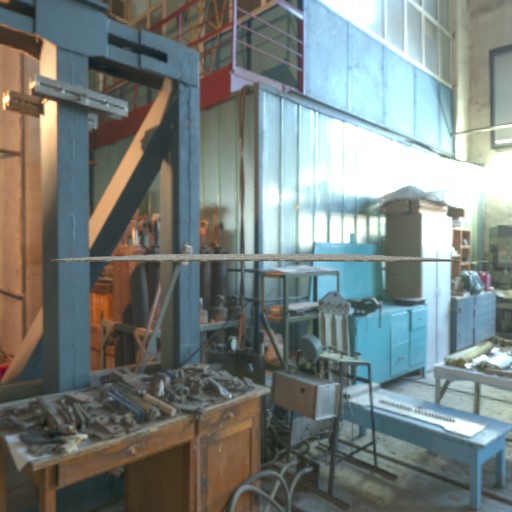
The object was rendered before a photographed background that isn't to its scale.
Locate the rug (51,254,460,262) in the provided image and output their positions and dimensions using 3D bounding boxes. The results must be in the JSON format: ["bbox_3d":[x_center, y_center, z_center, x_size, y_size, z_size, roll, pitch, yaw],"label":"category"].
[{"bbox_3d":[0.000,0.000,2.688,1.524,0.013,2.135,0,1,0],"label":"rug"}]
